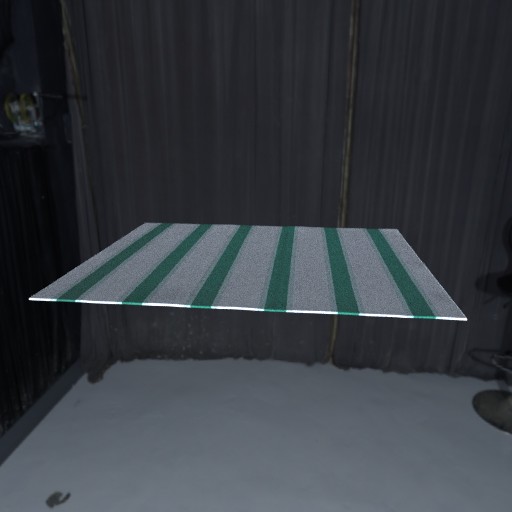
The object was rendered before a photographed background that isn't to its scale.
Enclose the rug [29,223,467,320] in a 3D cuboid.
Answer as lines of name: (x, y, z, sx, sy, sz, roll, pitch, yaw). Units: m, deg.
rug: (0.000, 0.000, 4.196, 3.041, 0.019, 2.434, 2, 17, 6)
